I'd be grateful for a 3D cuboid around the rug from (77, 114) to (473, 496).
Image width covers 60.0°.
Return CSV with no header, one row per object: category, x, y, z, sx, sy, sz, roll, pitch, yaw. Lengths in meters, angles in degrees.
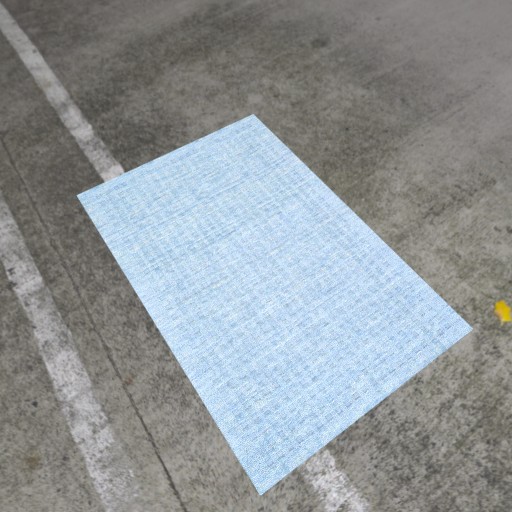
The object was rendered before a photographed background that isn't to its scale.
rug,0.000,0.000,2.877,1.522,0.006,2.286,-30,62,-18
